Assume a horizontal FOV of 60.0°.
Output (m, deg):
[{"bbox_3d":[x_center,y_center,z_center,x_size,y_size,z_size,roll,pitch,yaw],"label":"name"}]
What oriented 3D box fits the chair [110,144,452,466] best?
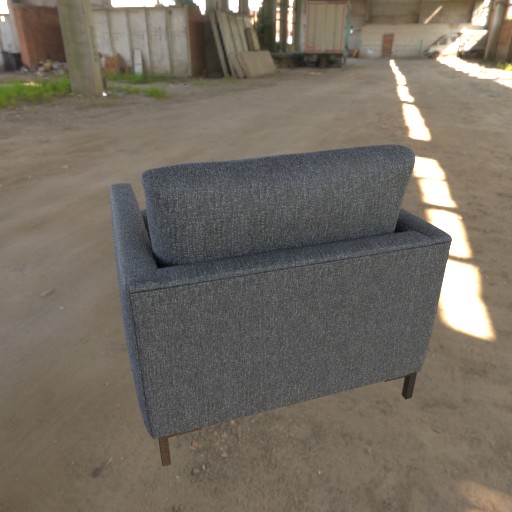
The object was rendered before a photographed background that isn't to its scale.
[{"bbox_3d":[0.000,0.000,1.601,0.963,0.861,0.866,-8,28,-17],"label":"chair"}]
